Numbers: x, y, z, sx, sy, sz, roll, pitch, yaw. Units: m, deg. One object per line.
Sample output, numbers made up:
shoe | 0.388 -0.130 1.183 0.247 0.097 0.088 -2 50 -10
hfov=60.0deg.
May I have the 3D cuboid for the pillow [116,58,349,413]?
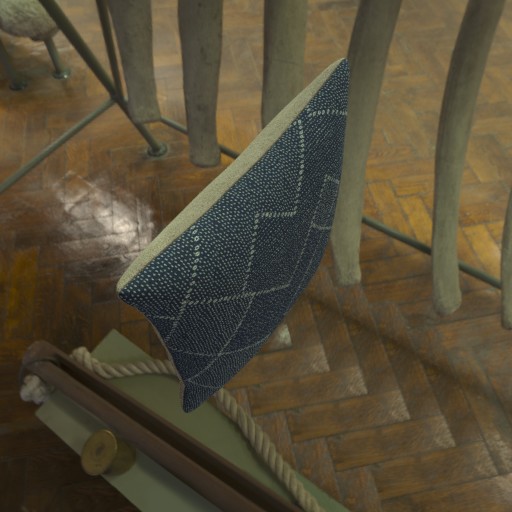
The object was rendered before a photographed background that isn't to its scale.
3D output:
pillow | 0.000 0.000 0.671 0.148 0.428 0.435 30 63 18
